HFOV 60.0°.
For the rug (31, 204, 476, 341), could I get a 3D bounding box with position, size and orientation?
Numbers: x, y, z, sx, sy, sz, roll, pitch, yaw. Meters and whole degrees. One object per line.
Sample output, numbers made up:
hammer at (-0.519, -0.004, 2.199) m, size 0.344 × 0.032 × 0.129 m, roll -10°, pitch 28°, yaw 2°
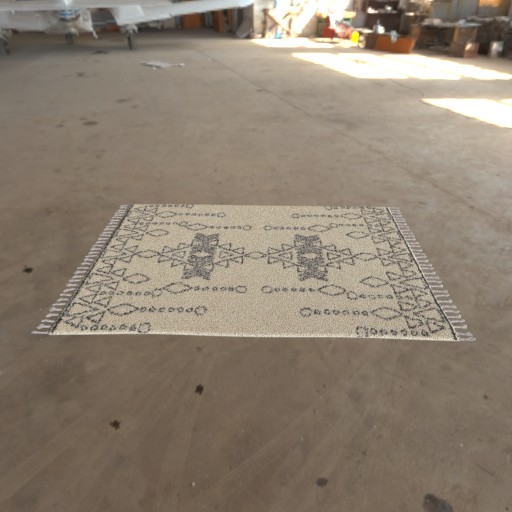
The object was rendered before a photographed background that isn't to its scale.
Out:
rug at (0.000, 0.000, 3.901) m, size 3.027 × 0.028 × 2.125 m, roll 1°, pitch 31°, yaw 1°
